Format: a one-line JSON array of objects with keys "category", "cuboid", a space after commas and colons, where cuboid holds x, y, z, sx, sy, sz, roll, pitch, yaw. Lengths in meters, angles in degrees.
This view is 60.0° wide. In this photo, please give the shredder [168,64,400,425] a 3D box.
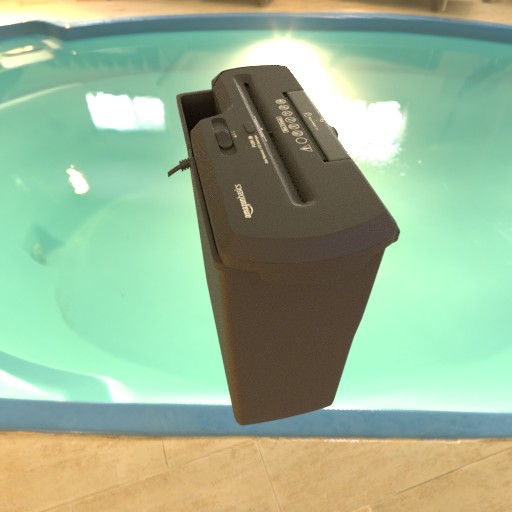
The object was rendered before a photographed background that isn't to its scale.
[{"category": "shredder", "cuboid": [0.000, 0.000, 0.520, 0.170, 0.335, 0.320, -9, 46, -9]}]
